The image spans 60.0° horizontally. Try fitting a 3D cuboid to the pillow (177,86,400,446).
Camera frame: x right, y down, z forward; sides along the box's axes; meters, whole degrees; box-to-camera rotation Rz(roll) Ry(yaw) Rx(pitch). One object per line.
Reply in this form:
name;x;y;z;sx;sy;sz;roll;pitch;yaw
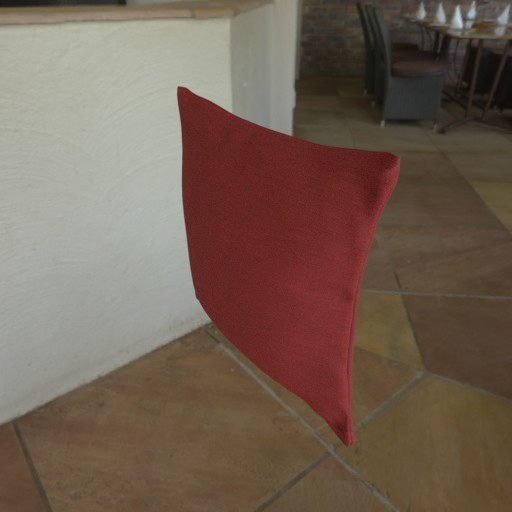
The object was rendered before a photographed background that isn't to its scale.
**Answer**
pillow;0.000;0.000;0.653;0.151;0.416;0.435;-20;37;-30
